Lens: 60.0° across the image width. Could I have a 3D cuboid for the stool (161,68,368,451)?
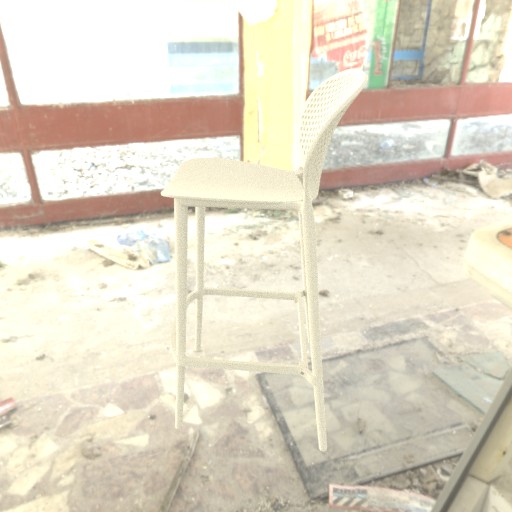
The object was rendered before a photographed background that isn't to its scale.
[{"bbox_3d":[0.000,0.000,1.345,0.535,1.045,0.536,1,27,2],"label":"stool"}]
